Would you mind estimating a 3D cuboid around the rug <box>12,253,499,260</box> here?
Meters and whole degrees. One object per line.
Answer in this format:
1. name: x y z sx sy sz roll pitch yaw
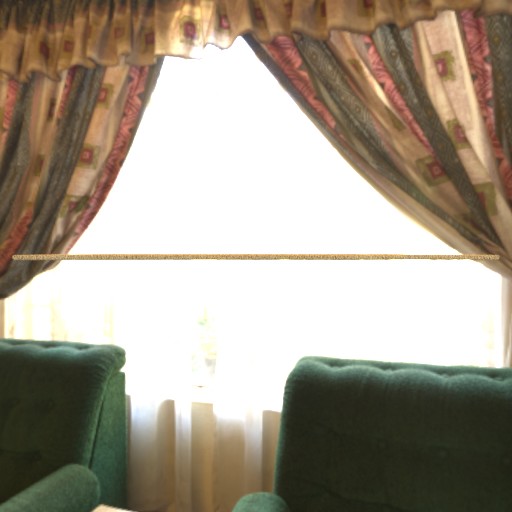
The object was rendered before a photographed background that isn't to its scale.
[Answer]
1. rug: 0.000 0.000 2.885 2.346 0.025 1.500 0 1 1
